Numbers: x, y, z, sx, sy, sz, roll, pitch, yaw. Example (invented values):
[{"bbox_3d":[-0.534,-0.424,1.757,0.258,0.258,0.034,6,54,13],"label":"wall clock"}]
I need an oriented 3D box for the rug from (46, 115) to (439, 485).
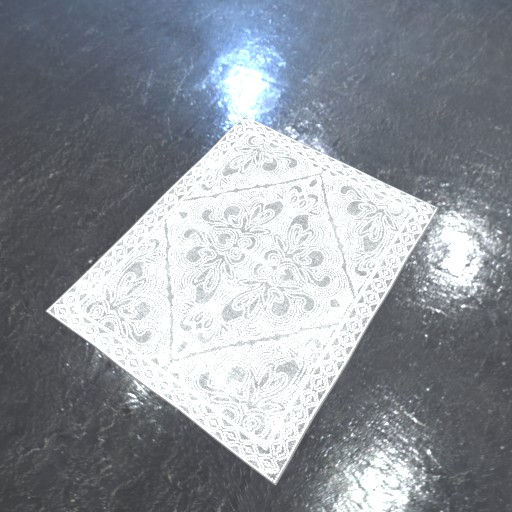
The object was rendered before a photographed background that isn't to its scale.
[{"bbox_3d":[0.000,0.000,4.185,2.438,0.012,3.048,31,63,17],"label":"rug"}]
